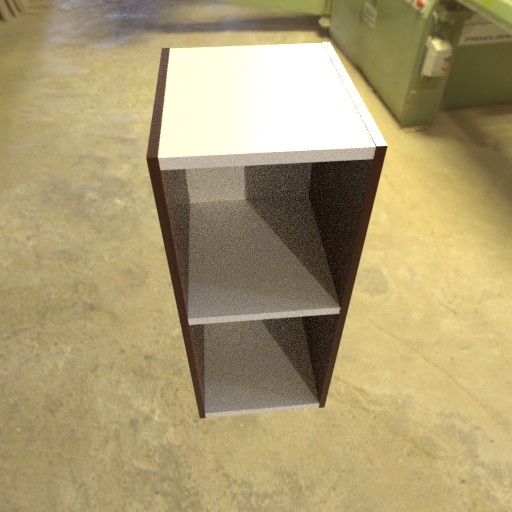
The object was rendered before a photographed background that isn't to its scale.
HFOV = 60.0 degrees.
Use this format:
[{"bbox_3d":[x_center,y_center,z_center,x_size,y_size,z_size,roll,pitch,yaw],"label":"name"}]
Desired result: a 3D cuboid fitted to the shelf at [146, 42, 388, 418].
[{"bbox_3d":[0.000,0.000,0.771,0.253,0.600,0.290,-4,46,-4],"label":"shelf"}]
